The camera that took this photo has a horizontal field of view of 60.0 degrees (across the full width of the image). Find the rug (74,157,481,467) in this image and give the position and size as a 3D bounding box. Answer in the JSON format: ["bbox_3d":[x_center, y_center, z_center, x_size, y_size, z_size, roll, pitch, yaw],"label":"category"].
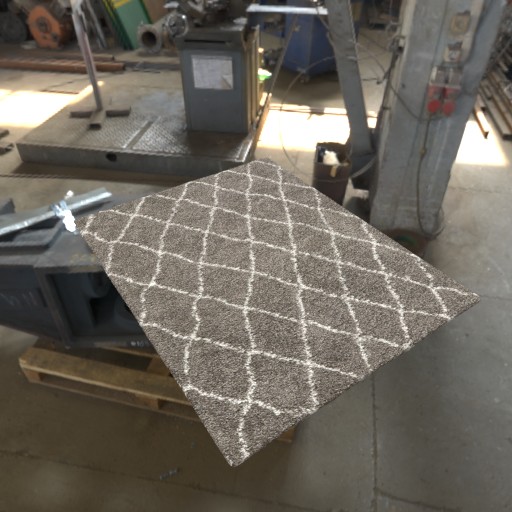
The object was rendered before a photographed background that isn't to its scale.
[{"bbox_3d":[0.000,0.000,4.084,2.438,0.029,3.047,-24,45,-26],"label":"rug"}]
